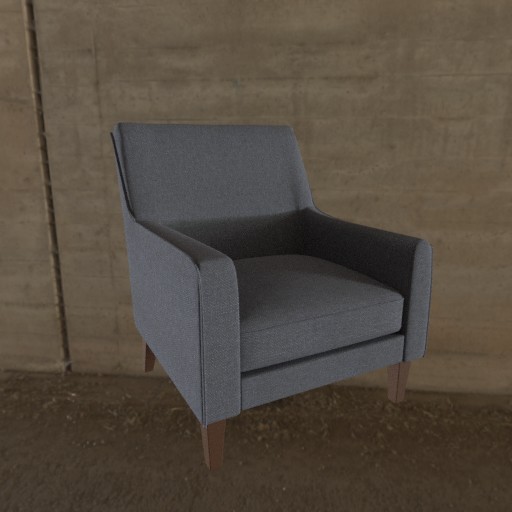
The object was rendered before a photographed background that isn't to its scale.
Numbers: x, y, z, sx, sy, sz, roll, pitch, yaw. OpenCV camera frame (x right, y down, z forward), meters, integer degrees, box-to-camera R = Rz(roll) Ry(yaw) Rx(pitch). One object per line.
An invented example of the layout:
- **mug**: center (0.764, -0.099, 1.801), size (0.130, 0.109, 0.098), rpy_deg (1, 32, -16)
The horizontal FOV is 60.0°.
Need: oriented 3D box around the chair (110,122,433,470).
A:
- **chair**: center (0.000, 0.000, 1.557), size (0.780, 0.919, 0.899), rpy_deg (-7, 16, -27)
